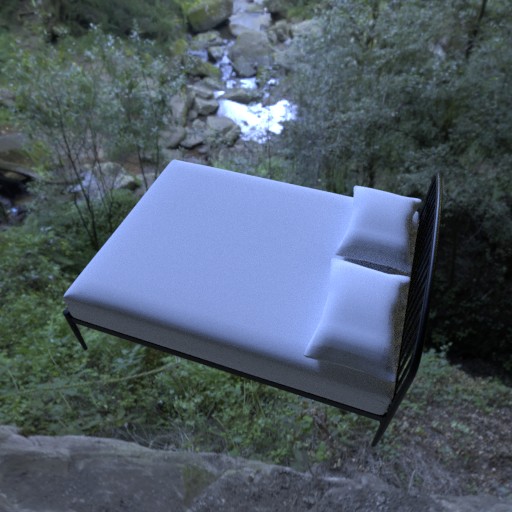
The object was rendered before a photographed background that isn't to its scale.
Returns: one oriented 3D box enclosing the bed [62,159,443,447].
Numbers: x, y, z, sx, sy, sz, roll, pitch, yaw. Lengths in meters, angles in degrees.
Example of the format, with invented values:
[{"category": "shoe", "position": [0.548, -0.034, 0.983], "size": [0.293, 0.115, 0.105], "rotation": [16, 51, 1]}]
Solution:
[{"category": "bed", "position": [0.000, 0.000, 3.112], "size": [2.159, 1.166, 1.618], "rotation": [14, 49, 13]}]
